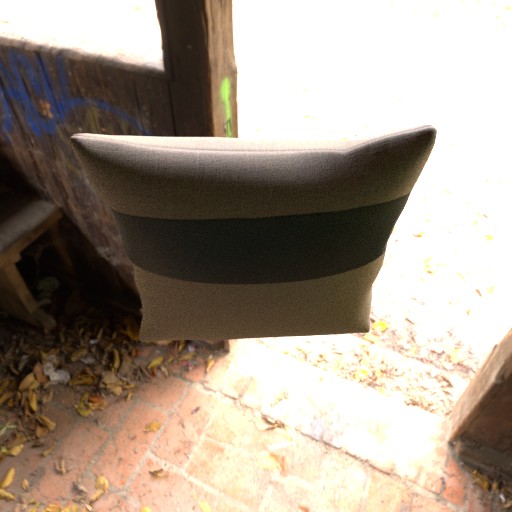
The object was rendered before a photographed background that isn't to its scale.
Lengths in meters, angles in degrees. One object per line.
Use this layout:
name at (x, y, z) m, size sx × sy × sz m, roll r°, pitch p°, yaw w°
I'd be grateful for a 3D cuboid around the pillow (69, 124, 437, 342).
pillow at (0.000, 0.000, 0.637) m, size 0.414 × 0.399 × 0.173 m, roll -2°, pitch 46°, yaw -2°
